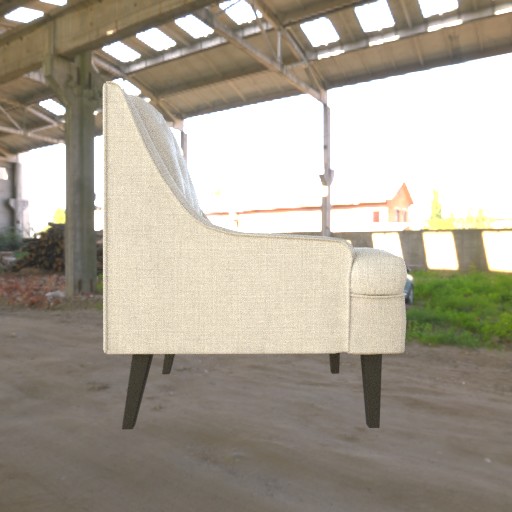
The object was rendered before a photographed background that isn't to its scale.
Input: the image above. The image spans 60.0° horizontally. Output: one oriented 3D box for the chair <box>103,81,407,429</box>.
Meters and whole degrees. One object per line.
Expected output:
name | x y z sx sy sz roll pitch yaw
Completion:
chair | 0.000 0.000 1.417 0.772 0.891 0.658 0 0 -1
